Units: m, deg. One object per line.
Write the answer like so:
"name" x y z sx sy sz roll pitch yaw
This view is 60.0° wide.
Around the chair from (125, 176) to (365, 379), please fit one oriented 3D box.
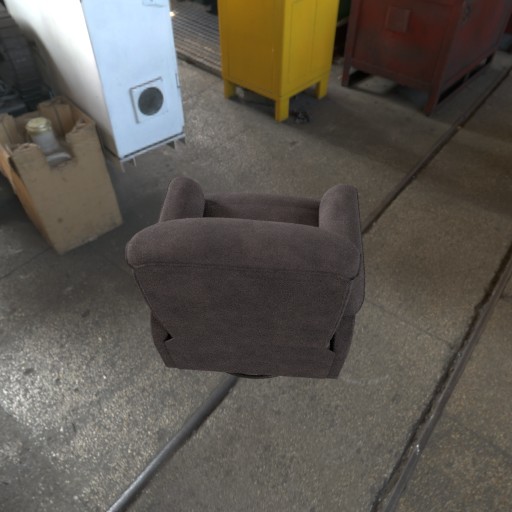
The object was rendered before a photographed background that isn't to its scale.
"chair" 0.000 0.000 1.728 0.830 1.035 1.009 3 46 3
